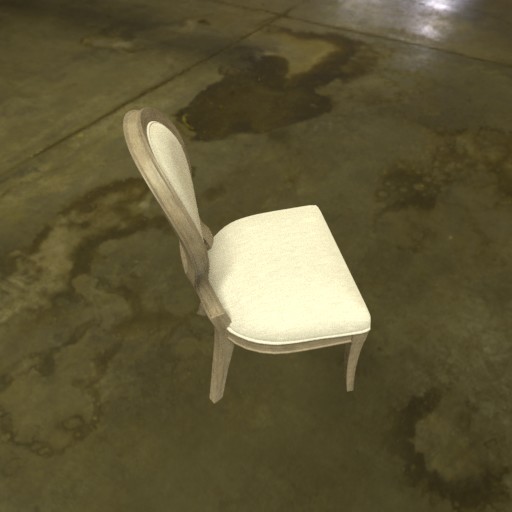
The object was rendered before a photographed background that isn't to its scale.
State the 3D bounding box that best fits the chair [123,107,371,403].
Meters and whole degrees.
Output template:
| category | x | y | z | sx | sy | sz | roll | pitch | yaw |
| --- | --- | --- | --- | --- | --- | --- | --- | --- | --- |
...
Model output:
| category | x | y | z | sx | sy | sz | roll | pitch | yaw |
| --- | --- | --- | --- | --- | --- | --- | --- | --- | --- |
| chair | 0.000 | 0.000 | 1.374 | 0.602 | 0.990 | 0.558 | -9 | 47 | -8 |
